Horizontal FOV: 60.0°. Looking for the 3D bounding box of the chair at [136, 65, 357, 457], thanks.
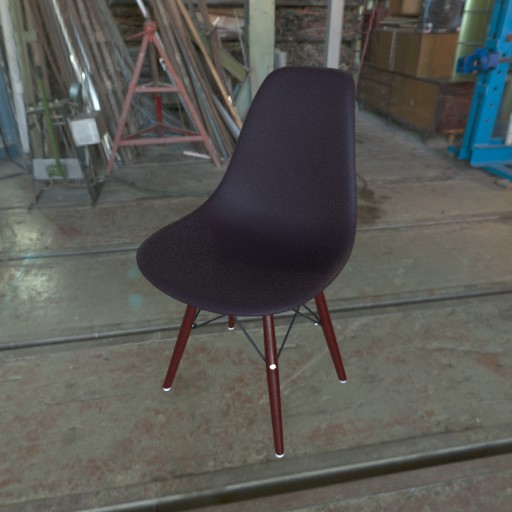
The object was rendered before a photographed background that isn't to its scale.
[{"bbox_3d":[0.000,0.000,1.101,0.470,0.826,0.533,18,34,29],"label":"chair"}]
